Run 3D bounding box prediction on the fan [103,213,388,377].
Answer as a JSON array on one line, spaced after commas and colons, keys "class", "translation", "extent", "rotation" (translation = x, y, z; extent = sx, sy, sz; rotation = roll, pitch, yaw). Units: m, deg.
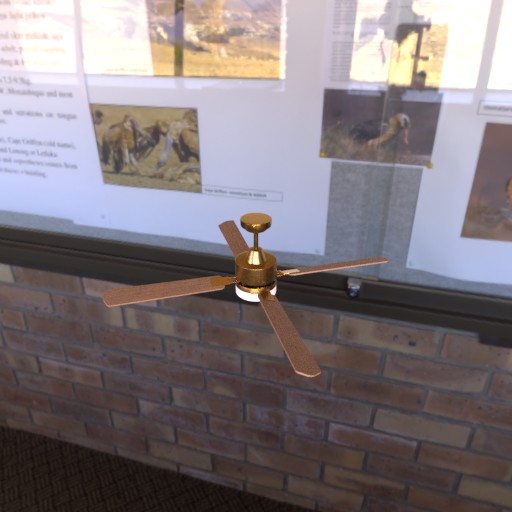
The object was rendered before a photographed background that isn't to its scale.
[{"class": "fan", "translation": [0.000, 0.000, 1.947], "extent": [1.320, 0.355, 1.320], "rotation": [-7, 28, -14]}]
